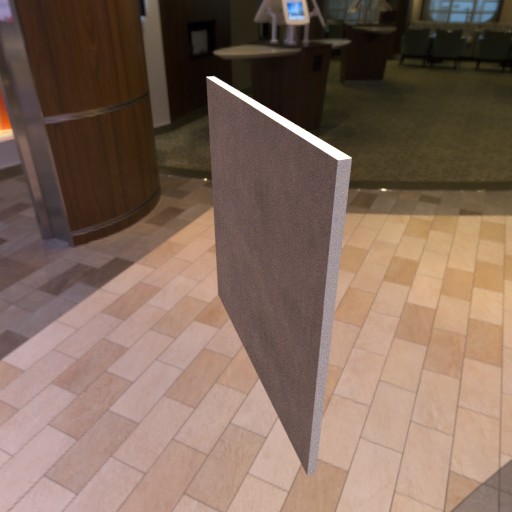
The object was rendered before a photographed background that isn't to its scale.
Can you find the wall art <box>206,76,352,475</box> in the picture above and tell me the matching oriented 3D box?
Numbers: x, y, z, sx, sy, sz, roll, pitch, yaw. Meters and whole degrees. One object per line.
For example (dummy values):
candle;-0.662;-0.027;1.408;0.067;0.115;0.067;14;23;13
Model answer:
wall art;0.000;0.000;0.999;0.020;0.661;0.664;-11;33;-17
